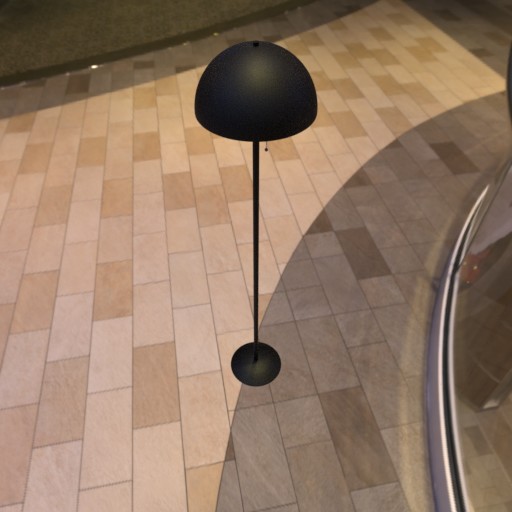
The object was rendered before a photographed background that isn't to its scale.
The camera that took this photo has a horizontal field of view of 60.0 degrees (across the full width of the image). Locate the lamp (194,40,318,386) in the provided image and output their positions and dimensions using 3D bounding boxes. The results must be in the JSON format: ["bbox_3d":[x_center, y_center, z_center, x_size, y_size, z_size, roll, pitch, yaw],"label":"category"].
[{"bbox_3d":[0.000,0.000,1.595,0.328,1.480,0.328,25,51,22],"label":"lamp"}]
